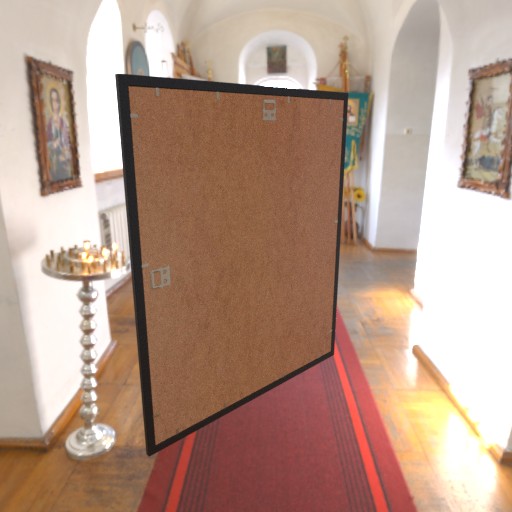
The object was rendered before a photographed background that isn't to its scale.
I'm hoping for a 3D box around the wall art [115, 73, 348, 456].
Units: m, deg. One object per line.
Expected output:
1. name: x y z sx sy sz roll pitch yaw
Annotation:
1. wall art: 0.000 0.000 0.917 0.559 0.660 0.018 -15 22 -41
